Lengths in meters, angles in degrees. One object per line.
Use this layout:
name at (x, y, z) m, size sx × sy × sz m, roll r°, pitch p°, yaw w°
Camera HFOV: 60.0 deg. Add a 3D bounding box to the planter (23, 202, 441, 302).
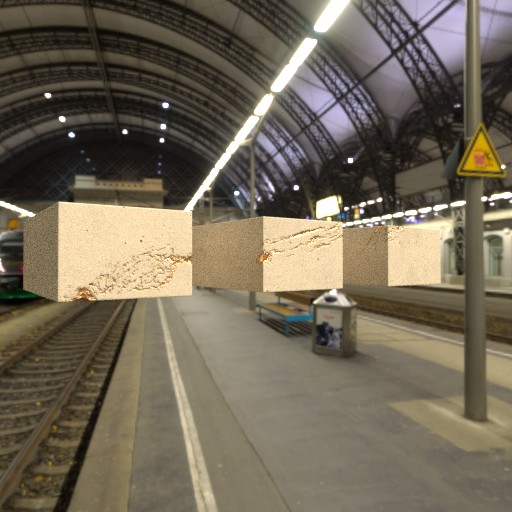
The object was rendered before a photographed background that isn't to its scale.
planter at (0.000, 0.000, 0.372) m, size 0.333 × 0.051 × 0.127 m, roll 1°, pitch -1°, yaw -35°
